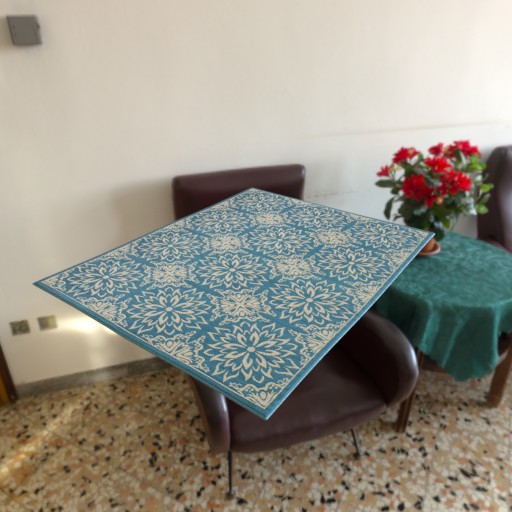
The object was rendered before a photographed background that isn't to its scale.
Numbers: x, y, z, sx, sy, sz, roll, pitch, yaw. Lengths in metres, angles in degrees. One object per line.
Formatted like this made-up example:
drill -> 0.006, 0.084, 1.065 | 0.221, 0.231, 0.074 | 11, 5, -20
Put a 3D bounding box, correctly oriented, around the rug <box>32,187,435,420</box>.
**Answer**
rug -> 0.000, 0.000, 4.048 | 2.350, 0.018, 2.964 | 19, 33, 32
